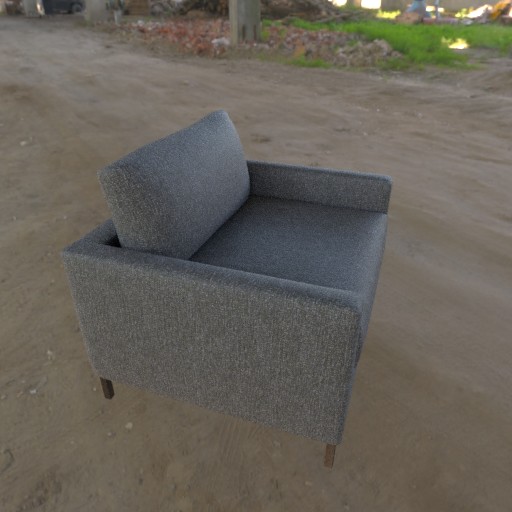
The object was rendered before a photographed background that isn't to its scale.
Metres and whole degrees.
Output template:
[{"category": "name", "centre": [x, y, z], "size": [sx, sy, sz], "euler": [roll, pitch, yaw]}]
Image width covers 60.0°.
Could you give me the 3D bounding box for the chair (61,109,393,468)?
[{"category": "chair", "centre": [0.000, 0.000, 1.602], "size": [0.866, 0.861, 0.963], "euler": [10, 32, 17]}]
